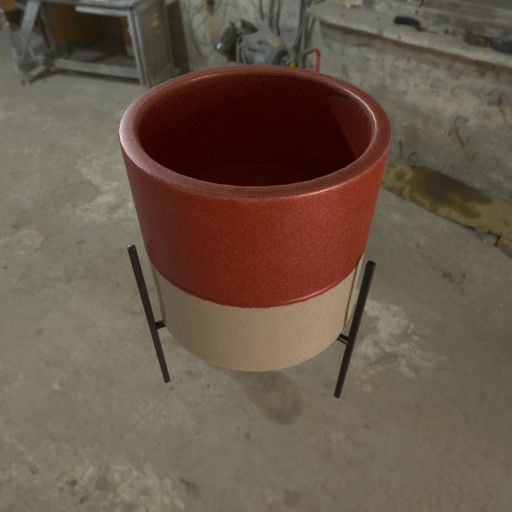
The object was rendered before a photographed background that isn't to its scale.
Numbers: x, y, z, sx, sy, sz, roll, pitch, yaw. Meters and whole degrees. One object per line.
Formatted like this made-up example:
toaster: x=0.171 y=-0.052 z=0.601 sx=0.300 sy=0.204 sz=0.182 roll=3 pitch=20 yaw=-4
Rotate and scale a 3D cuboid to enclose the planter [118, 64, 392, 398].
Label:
planter: x=0.000 y=0.000 z=0.513 sx=0.235 sy=0.354 sz=0.251 roll=4 pitch=45 yaw=4
